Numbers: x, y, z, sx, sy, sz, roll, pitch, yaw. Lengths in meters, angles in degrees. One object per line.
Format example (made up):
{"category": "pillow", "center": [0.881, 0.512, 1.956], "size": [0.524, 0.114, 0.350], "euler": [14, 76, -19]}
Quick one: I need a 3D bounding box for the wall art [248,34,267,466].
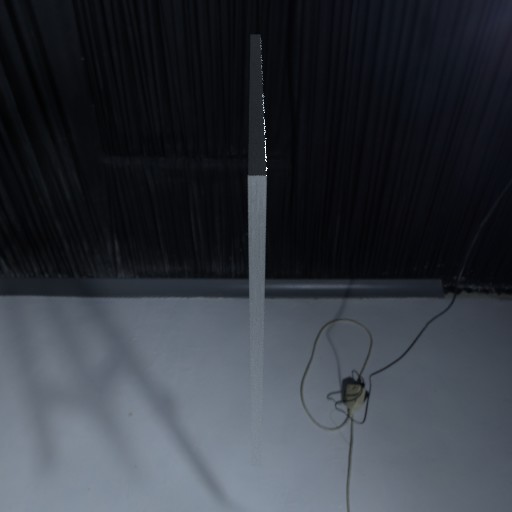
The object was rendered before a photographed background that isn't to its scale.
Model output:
{"category": "wall art", "center": [0.000, 0.000, 1.361], "size": [0.030, 1.046, 0.816], "euler": [0, 41, 0]}
